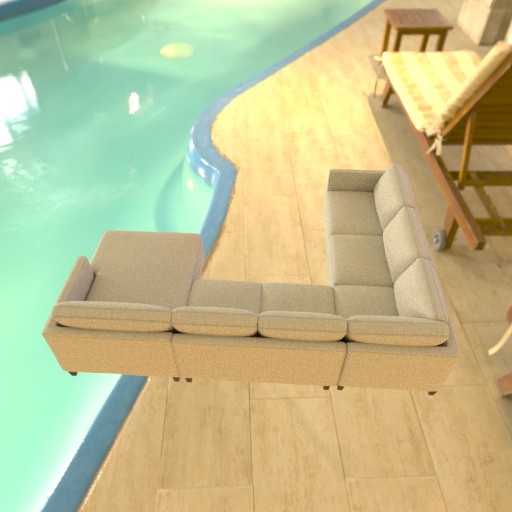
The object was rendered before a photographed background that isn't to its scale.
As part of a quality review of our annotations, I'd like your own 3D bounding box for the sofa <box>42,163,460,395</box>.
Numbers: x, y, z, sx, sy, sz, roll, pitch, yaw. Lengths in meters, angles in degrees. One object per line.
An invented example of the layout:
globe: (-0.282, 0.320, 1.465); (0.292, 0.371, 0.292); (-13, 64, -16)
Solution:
sofa: (0.000, 0.000, 4.581); (3.403, 0.889, 2.551); (2, 46, 2)
